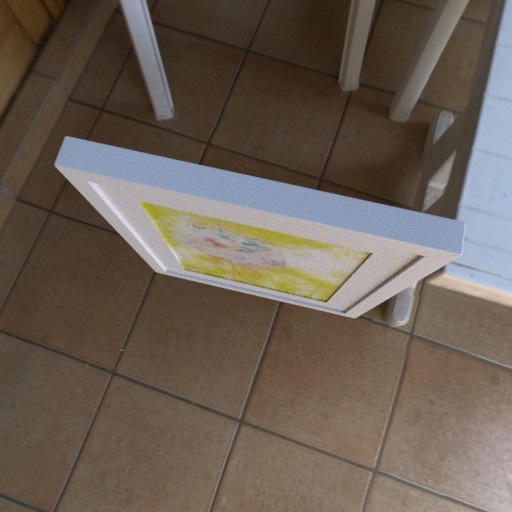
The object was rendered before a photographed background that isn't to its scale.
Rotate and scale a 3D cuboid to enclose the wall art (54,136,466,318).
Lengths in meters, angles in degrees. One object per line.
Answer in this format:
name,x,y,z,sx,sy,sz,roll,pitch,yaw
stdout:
wall art,0.000,0.000,0.535,0.331,0.381,0.028,13,75,3
